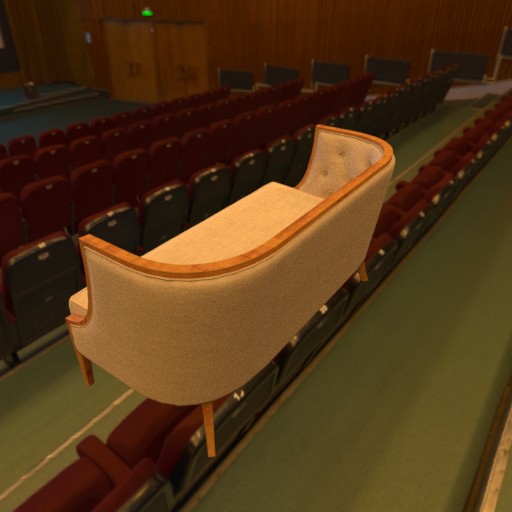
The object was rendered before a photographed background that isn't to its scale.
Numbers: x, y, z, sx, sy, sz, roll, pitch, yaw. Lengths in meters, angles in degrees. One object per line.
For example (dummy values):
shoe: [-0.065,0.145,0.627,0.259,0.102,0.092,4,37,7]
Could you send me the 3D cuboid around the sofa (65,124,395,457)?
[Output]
sofa: [0.000,0.000,1.943,0.770,0.775,1.474,21,38,30]
